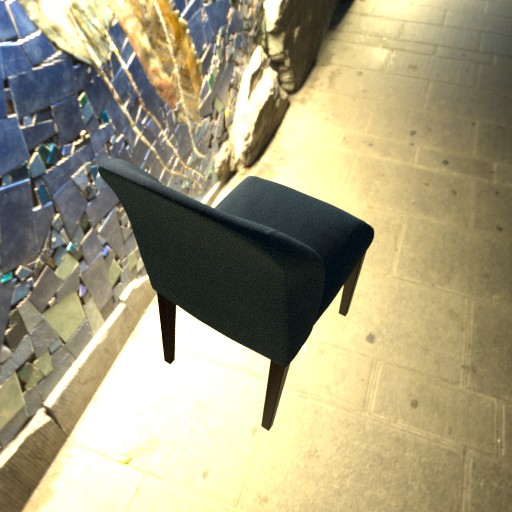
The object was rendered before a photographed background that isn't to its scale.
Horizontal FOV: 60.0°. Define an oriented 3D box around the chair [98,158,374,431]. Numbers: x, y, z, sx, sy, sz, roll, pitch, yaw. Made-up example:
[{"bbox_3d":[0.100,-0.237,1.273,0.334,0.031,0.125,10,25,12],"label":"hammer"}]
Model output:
[{"bbox_3d":[0.000,0.000,1.267,0.507,0.879,0.620,26,52,22],"label":"chair"}]
